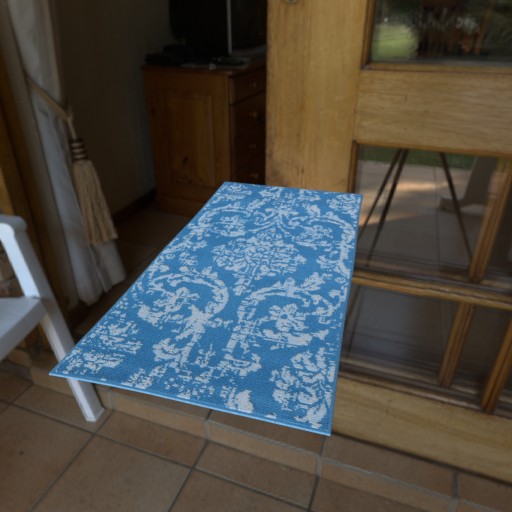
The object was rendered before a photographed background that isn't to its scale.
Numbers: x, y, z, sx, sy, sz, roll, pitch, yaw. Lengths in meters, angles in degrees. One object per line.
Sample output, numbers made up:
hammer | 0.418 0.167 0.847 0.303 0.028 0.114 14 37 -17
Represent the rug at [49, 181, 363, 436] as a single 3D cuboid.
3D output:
rug | 0.000 0.000 1.395 0.604 0.007 1.219 7 31 13
